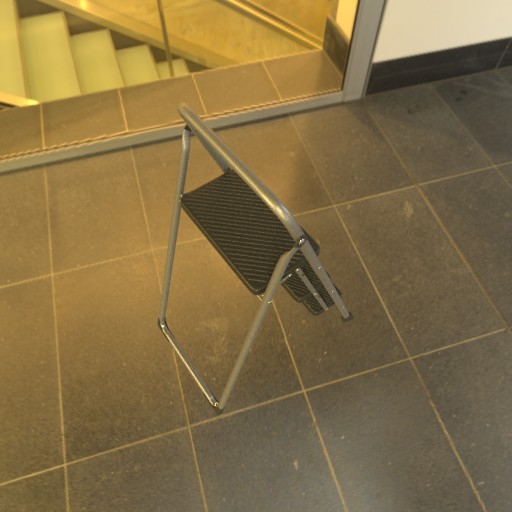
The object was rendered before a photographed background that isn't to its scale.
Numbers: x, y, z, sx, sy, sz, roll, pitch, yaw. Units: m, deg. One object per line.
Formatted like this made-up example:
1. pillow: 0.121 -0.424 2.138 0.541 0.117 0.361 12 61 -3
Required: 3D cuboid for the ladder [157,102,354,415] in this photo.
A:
1. ladder: 0.000 0.000 1.296 0.629 0.945 0.430 -32 64 -18
